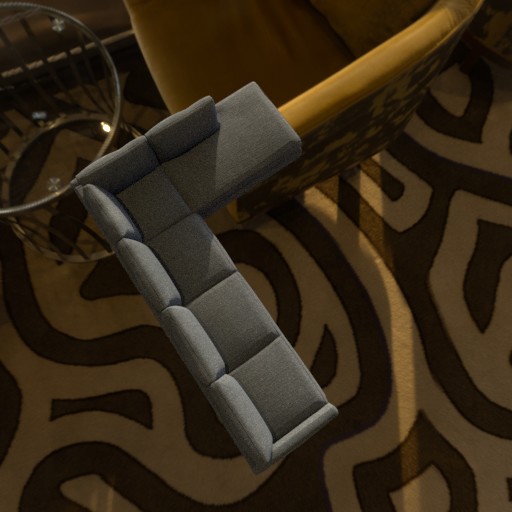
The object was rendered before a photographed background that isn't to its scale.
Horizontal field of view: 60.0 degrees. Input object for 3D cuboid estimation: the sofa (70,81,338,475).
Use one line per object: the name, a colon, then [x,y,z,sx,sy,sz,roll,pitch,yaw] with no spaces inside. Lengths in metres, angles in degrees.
sofa: [0.000,0.000,3.932,2.007,0.815,2.949,-34,79,-8]
